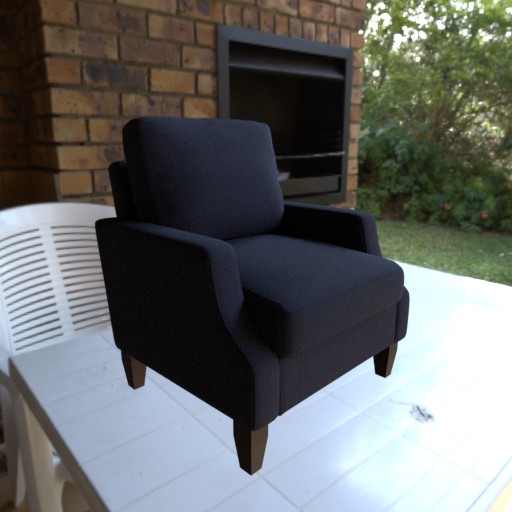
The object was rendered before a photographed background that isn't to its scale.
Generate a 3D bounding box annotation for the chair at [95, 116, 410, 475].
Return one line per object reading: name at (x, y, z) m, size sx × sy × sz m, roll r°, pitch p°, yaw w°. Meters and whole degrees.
chair at (0.000, 0.000, 1.640) m, size 0.897 × 0.991 × 0.855 m, roll 14°, pitch 20°, yaw 43°
